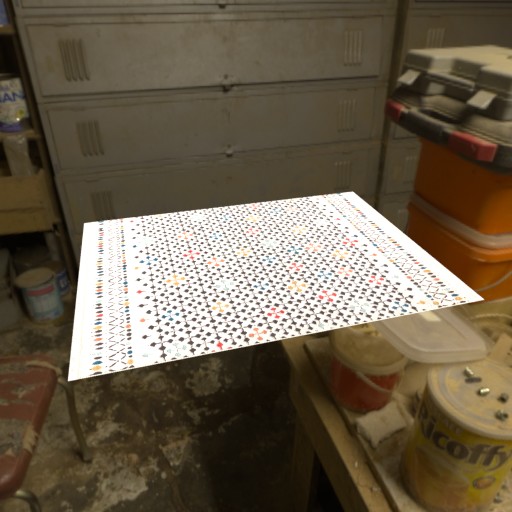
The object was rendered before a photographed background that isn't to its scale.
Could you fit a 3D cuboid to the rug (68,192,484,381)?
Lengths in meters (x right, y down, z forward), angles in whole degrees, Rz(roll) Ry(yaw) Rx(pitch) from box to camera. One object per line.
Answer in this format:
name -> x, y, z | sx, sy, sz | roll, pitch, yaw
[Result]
rug -> 0.000, 0.000, 4.208 | 3.196, 0.007, 2.354 | -8, 32, -14
